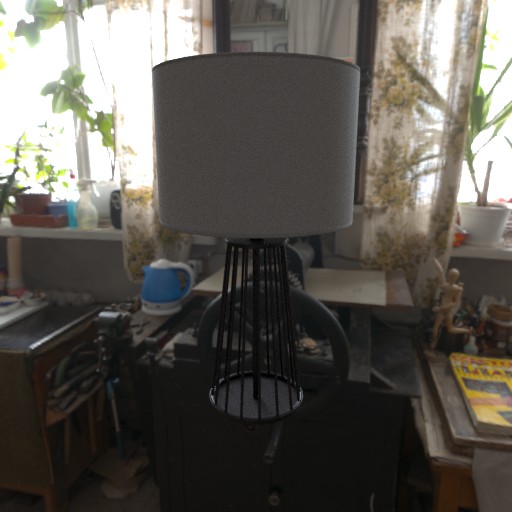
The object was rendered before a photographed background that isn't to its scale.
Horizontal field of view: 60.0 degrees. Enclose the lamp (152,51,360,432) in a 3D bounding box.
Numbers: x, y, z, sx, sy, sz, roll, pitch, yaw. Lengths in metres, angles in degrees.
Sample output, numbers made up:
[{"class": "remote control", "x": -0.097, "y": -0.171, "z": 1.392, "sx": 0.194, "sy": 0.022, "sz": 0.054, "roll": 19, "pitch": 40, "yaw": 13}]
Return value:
[{"class": "lamp", "x": 0.000, "y": 0.000, "z": 0.770, "sx": 0.322, "sy": 0.593, "sz": 0.322, "roll": -7, "pitch": 15, "yaw": -26}]
